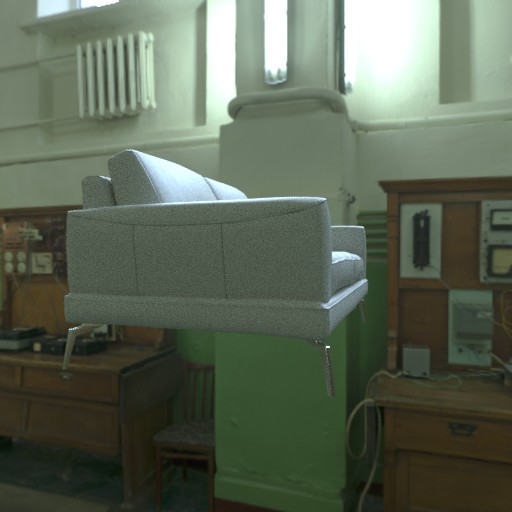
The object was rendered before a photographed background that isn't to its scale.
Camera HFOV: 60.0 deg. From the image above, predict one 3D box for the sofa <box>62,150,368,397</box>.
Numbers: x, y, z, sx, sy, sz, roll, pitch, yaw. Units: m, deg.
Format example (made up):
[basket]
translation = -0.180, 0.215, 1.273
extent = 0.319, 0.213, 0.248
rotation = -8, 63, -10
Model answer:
[sofa]
translation = 0.000, 0.000, 2.463
extent = 1.121, 0.930, 1.819
rotation = 0, 0, 18
